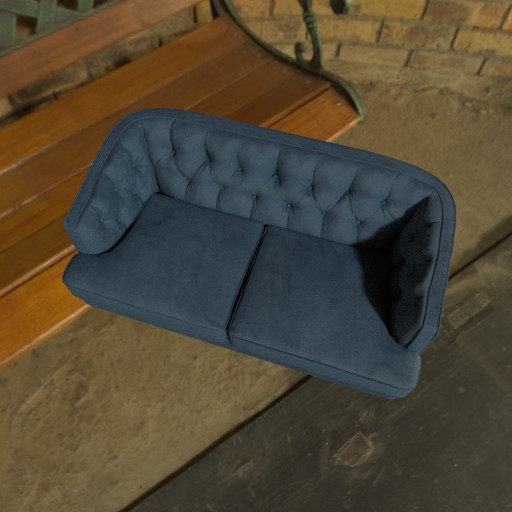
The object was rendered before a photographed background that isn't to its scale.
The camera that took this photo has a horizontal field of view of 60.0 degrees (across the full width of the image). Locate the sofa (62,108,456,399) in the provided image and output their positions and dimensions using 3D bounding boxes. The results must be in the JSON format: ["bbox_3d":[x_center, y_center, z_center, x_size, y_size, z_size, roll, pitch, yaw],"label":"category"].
[{"bbox_3d":[0.000,0.000,2.256,1.733,0.854,0.941,15,61,9],"label":"sofa"}]
